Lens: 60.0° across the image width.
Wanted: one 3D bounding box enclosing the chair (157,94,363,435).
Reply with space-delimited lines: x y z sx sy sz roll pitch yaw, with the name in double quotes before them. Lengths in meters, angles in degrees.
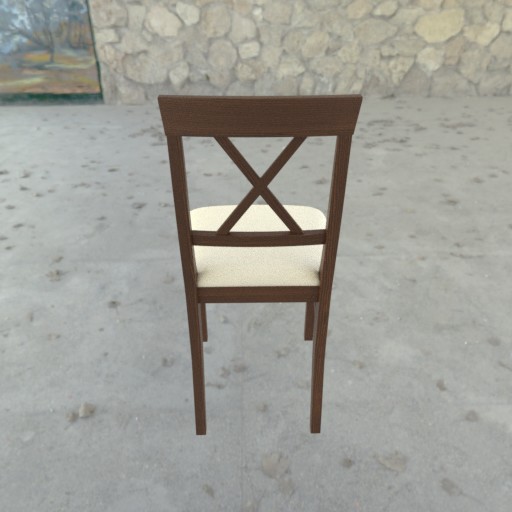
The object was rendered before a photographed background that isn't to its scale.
"chair" 0.000 0.000 1.215 0.440 0.913 0.480 0 29 -1
